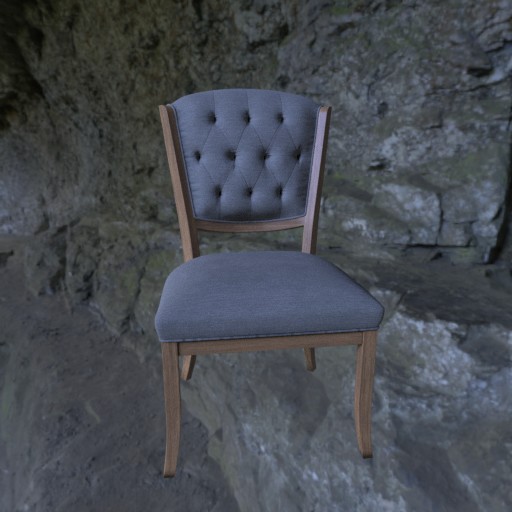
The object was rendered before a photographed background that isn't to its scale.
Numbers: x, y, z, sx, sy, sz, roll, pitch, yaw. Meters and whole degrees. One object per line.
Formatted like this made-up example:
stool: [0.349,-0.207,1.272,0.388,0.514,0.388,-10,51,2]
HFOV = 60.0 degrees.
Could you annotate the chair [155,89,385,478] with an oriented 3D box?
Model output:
chair: [0.000,0.000,1.215,0.513,0.905,0.584,-2,16,-7]
